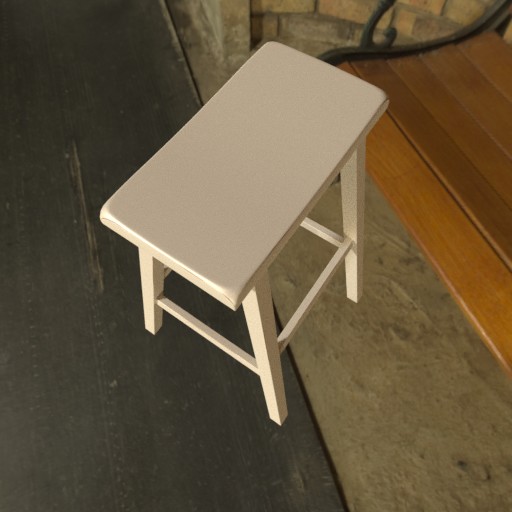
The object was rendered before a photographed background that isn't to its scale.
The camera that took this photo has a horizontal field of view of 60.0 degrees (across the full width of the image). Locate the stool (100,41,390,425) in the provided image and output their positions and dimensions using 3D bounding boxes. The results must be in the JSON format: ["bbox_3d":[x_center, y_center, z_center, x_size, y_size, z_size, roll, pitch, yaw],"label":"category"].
[{"bbox_3d":[0.000,0.000,1.004,0.476,0.737,0.457,32,67,15],"label":"stool"}]
